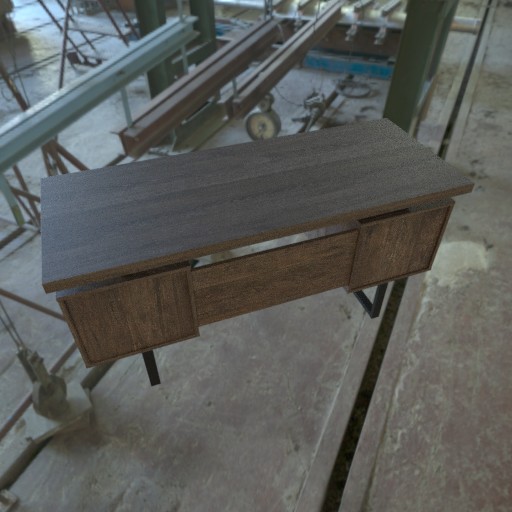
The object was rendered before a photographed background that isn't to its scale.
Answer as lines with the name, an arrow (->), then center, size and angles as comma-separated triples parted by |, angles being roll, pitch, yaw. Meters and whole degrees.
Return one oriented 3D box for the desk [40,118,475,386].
desk -> 0.000, 0.000, 1.923 | 1.524, 0.760, 0.600 | -14, 44, -15
